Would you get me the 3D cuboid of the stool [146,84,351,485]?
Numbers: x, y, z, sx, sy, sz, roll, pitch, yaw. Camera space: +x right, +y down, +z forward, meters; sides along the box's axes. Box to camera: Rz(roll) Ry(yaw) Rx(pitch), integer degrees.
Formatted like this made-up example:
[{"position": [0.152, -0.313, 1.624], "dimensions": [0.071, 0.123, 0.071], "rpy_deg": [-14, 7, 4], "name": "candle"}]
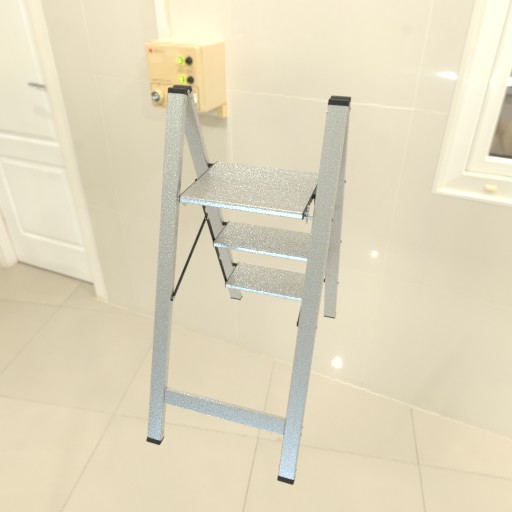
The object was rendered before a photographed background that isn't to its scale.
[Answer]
[{"position": [0.000, 0.000, 1.272], "dimensions": [0.441, 0.902, 0.730], "rpy_deg": [10, 34, 15], "name": "stool"}]
